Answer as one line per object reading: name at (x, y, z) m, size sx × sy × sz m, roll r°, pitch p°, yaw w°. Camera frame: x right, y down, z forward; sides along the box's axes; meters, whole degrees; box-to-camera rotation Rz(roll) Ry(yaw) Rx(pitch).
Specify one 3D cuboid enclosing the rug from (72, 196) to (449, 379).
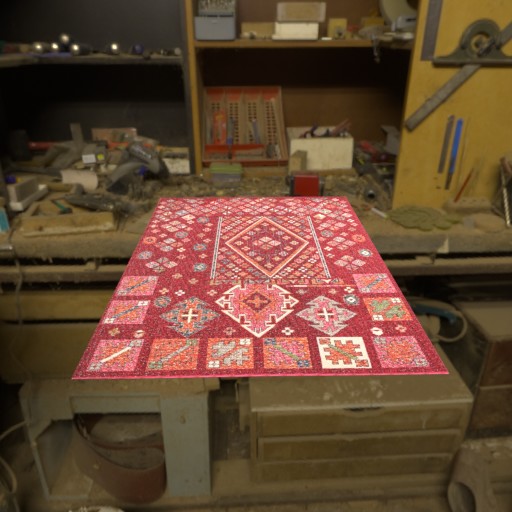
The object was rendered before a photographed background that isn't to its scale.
rug at (0.000, 0.000, 2.816) m, size 1.579 × 0.007 × 2.184 m, roll -1°, pitch 27°, yaw -1°
